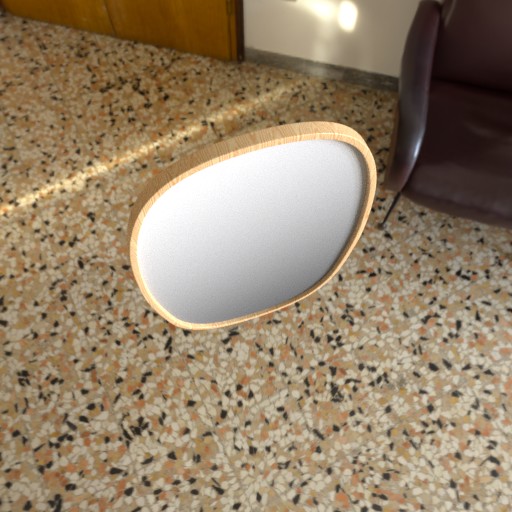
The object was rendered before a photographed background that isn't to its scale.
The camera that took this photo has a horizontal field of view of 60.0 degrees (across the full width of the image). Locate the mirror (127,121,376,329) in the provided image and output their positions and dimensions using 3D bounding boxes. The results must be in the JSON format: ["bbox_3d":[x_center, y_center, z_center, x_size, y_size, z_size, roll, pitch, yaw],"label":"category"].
[{"bbox_3d":[0.000,0.000,1.383,0.724,1.075,0.037,-17,65,-8],"label":"mirror"}]
